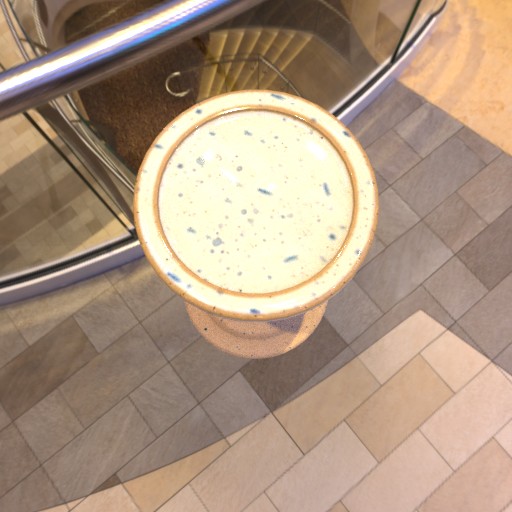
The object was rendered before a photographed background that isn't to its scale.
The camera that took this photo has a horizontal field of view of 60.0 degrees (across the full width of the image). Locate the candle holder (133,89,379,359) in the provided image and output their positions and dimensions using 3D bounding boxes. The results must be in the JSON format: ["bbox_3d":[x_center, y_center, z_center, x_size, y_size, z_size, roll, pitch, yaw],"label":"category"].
[{"bbox_3d":[0.000,0.000,0.282,0.123,0.202,0.123,0,76,0],"label":"candle holder"}]
